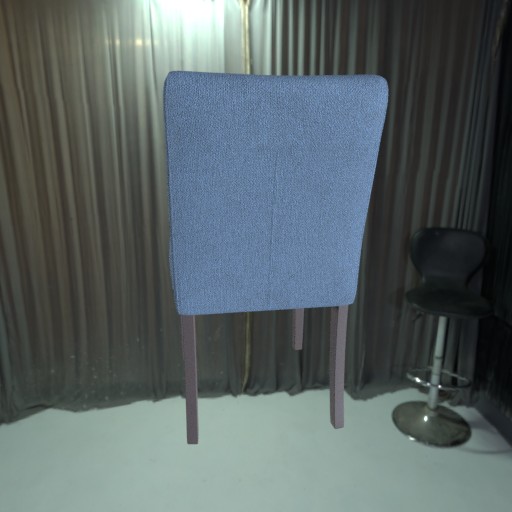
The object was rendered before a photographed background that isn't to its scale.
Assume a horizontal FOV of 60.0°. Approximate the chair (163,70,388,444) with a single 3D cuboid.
[{"bbox_3d":[0.000,0.000,1.231,0.487,0.882,0.629,-2,15,-9],"label":"chair"}]
